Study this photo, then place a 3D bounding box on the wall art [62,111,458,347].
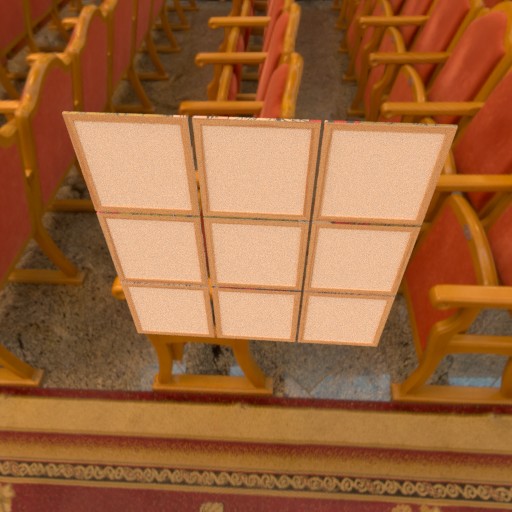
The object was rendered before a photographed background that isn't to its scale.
[{"bbox_3d":[0.000,0.000,1.795,1.206,1.218,0.013,3,47,3],"label":"wall art"}]
